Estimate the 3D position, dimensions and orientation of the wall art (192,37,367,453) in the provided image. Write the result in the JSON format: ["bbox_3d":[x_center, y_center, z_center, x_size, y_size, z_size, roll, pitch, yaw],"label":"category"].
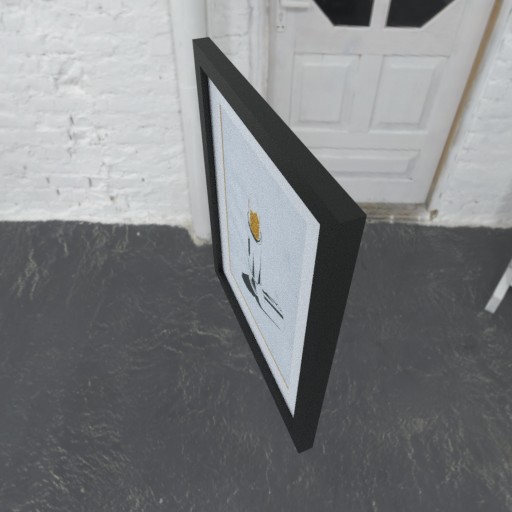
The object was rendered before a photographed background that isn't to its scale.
[{"bbox_3d":[0.000,0.000,0.523,0.019,0.381,0.330,-16,48,-15],"label":"wall art"}]
